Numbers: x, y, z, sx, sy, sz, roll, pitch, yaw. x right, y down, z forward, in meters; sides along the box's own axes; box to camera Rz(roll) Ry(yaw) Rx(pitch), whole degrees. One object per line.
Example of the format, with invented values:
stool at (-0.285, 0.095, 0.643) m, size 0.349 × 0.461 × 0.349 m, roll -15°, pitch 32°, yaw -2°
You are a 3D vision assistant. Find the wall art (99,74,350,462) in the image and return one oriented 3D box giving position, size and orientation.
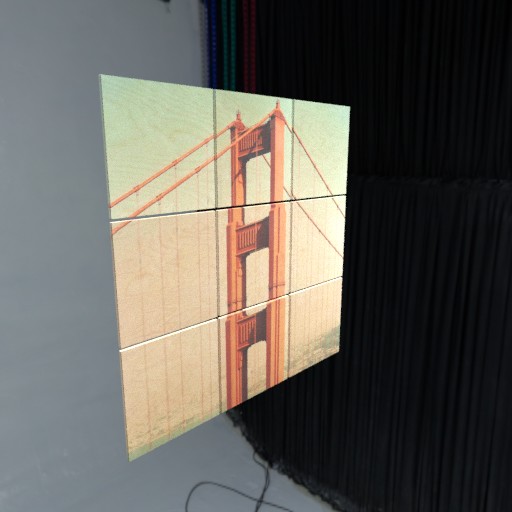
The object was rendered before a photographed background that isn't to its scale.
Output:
wall art at (0.000, 0.000, 1.771) m, size 1.214 × 1.219 × 0.013 m, roll -13°, pitch 18°, yaw -44°
